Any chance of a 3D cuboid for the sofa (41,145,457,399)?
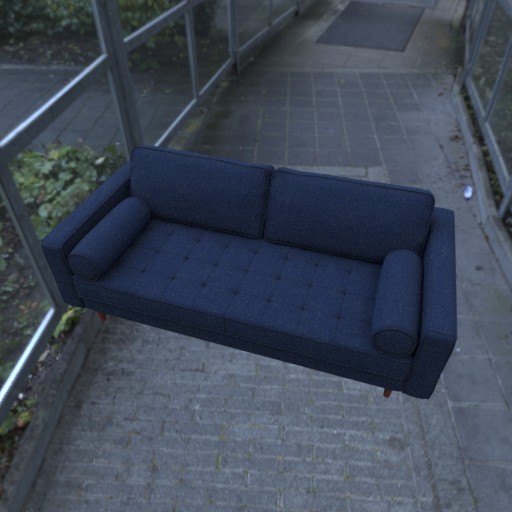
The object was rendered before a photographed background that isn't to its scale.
[{"bbox_3d":[0.000,0.000,2.305,1.880,0.762,0.914,12,42,13],"label":"sofa"}]
